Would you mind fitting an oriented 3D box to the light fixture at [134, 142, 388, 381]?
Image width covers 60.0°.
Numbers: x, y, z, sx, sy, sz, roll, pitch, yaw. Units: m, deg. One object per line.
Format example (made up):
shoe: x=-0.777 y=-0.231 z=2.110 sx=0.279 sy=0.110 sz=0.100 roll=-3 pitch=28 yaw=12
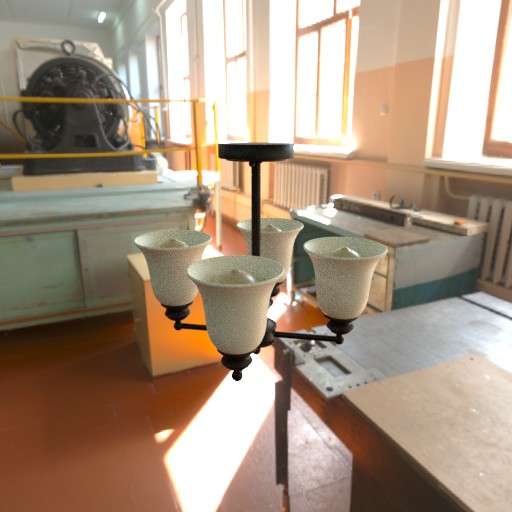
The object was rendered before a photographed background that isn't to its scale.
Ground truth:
light fixture: x=0.000 y=0.000 z=1.881 sx=1.069 sy=0.925 sz=1.069 roll=3 pitch=16 yaw=10
